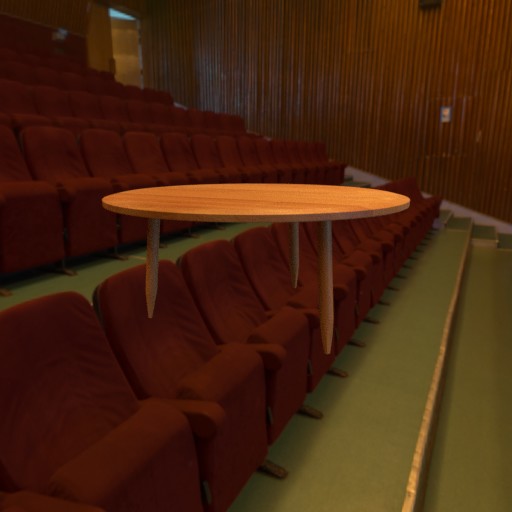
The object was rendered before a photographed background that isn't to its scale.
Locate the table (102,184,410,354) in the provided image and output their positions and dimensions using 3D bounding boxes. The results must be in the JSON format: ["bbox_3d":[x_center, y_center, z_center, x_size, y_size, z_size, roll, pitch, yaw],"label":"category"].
[{"bbox_3d":[0.000,0.000,1.411,0.900,0.400,0.900,0,13,0],"label":"table"}]
